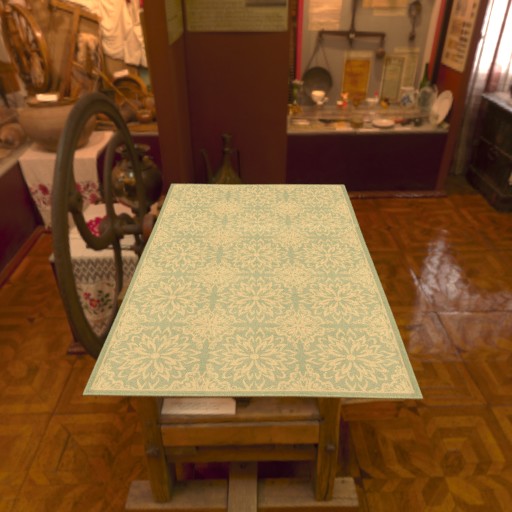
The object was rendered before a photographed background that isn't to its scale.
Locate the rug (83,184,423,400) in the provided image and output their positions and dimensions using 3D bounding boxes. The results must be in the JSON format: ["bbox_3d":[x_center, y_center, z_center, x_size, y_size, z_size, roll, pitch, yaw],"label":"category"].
[{"bbox_3d":[0.000,0.000,3.508,1.819,0.018,2.746,0,33,1],"label":"rug"}]
